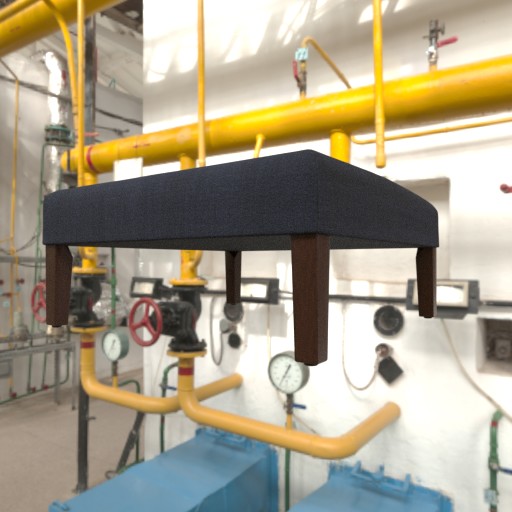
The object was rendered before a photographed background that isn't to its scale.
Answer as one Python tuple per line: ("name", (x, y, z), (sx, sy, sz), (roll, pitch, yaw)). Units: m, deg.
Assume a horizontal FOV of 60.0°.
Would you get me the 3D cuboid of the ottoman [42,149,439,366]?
("ottoman", (0.000, 0.000, 1.377), (0.889, 0.411, 0.890), (-1, -1, 35))
